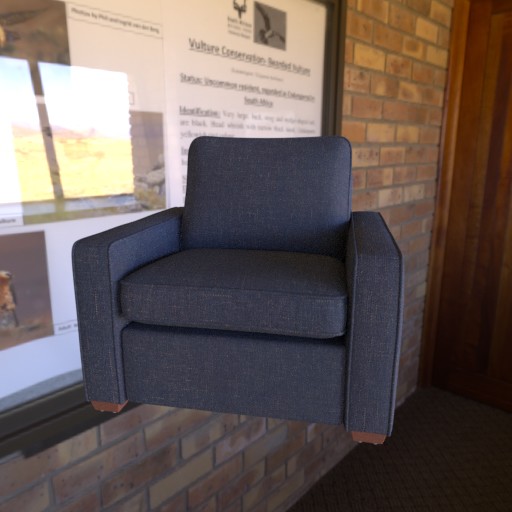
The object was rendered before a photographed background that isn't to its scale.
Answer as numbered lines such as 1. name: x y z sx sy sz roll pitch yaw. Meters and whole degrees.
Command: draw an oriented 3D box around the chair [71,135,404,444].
1. chair: 0.000 0.000 1.719 1.017 0.919 0.940 3 14 11
